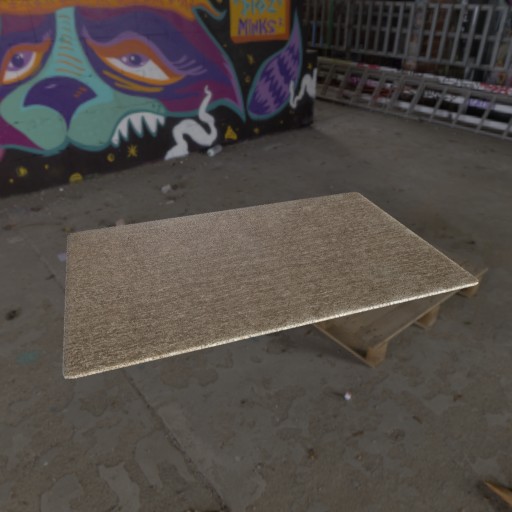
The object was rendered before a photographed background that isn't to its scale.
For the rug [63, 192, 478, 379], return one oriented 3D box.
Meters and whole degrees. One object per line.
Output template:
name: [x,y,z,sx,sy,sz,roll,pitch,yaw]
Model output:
rug: [0.000,0.000,3.060,2.469,0.024,1.539,-10,33,-16]
